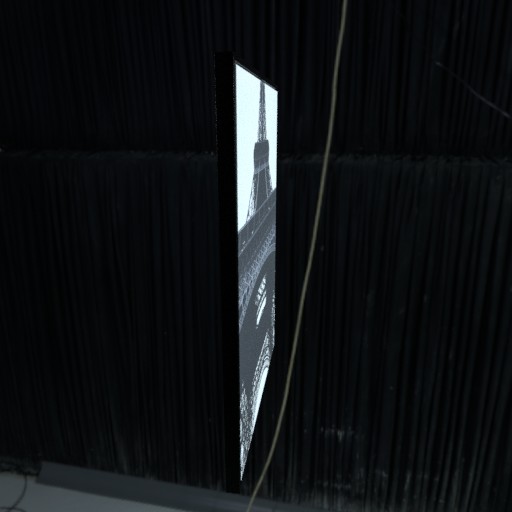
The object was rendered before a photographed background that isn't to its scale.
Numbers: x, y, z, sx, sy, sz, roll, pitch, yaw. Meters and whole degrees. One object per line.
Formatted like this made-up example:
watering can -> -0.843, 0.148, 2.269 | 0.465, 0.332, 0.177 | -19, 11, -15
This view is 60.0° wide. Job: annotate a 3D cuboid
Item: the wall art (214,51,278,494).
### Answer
wall art -> 0.000, 0.000, 1.392 | 0.040, 1.062, 0.805 | 3, 17, 8
